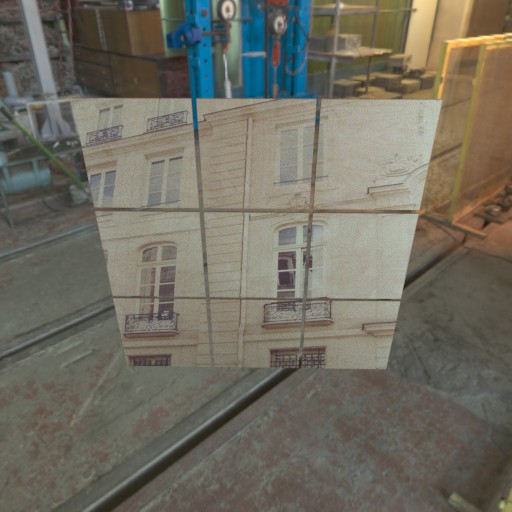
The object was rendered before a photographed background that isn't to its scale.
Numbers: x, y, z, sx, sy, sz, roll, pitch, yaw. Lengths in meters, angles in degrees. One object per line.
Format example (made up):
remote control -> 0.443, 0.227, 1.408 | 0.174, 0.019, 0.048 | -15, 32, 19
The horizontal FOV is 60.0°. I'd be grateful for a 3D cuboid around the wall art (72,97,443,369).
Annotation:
wall art -> 0.000, 0.000, 2.225 | 1.526, 1.522, 0.023 | 1, 31, 1
